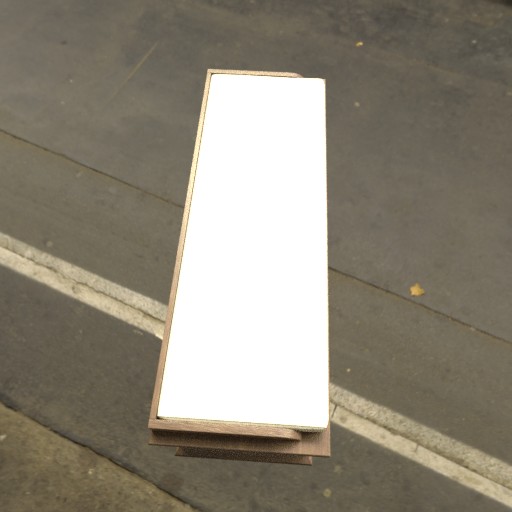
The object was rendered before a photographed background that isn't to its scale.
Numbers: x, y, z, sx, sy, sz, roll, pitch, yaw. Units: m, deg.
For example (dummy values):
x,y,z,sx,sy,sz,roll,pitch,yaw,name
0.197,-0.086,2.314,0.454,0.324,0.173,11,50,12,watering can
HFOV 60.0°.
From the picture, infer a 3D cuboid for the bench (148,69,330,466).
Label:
x,y,z,sx,sy,sz,roll,pitch,yaw,name
0.000,0.000,1.427,0.402,0.501,1.185,3,62,2,bench
